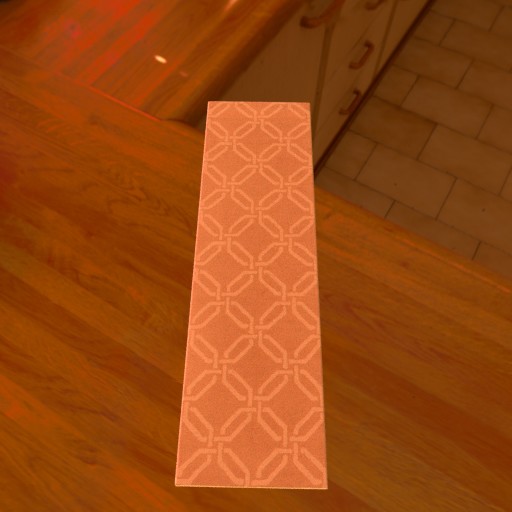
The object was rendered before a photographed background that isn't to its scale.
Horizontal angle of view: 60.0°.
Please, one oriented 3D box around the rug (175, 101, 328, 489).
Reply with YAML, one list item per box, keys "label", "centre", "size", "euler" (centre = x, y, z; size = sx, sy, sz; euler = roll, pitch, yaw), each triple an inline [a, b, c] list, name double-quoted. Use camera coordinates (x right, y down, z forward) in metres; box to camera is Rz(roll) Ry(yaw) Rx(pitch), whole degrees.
- label: "rug"
  centre: [0.000, 0.000, 2.455]
  size: [0.678, 0.014, 2.276]
  euler: [1, 64, 0]
